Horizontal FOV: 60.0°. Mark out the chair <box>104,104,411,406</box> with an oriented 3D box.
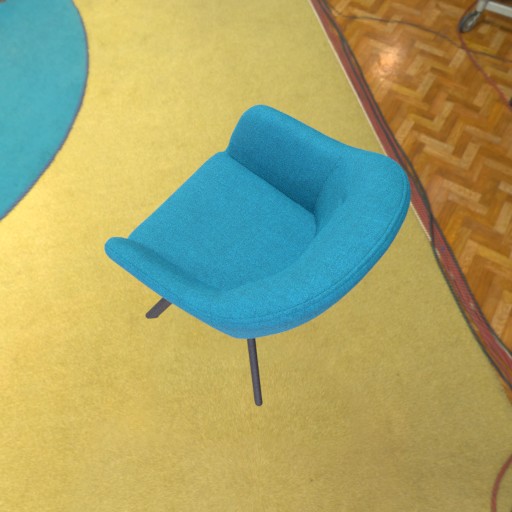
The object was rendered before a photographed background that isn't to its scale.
[{"bbox_3d":[0.000,0.000,1.145,0.565,0.775,0.545,34,67,16],"label":"chair"}]
